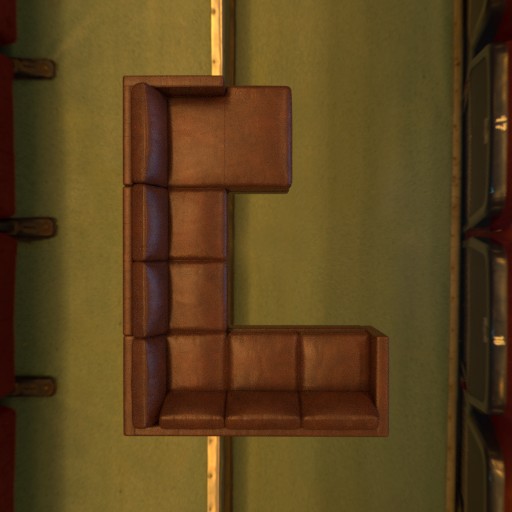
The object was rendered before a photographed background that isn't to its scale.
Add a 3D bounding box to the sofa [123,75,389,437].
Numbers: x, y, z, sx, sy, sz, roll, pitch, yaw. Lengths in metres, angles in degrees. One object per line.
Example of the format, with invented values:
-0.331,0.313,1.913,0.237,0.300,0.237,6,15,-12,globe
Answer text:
0.000,0.000,4.355,2.452,0.891,3.324,0,90,1,sofa
